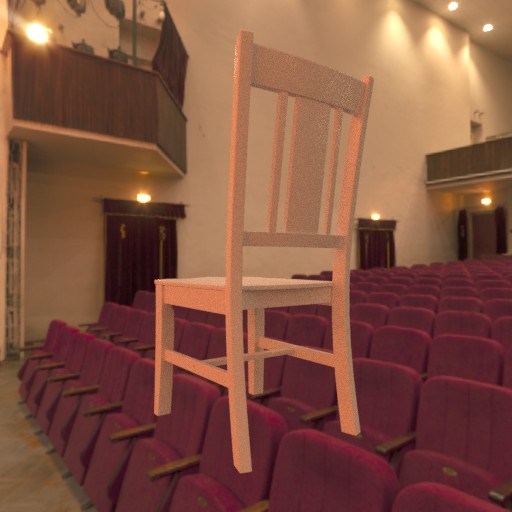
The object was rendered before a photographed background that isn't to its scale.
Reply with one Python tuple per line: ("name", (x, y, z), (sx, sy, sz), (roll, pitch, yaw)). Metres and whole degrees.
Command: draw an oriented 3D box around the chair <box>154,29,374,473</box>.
("chair", (0.000, 0.000, 1.311), (0.450, 0.998, 0.555), (0, -1, -36))
